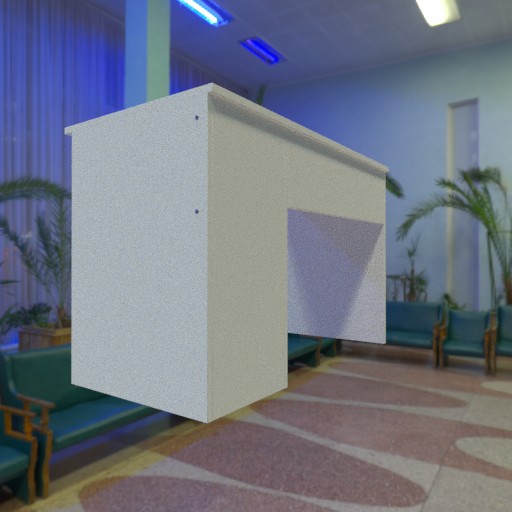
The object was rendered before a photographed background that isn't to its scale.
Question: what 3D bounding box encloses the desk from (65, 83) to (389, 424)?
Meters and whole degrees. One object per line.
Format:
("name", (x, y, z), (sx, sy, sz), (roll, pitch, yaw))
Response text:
("desk", (0.000, 0.000, 1.545), (0.560, 0.730, 1.096), (0, 0, 36))
